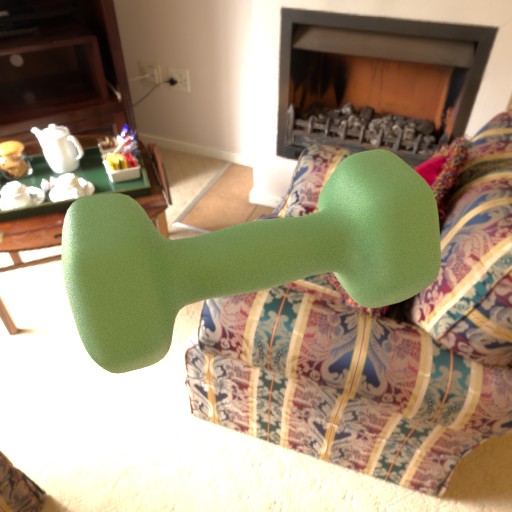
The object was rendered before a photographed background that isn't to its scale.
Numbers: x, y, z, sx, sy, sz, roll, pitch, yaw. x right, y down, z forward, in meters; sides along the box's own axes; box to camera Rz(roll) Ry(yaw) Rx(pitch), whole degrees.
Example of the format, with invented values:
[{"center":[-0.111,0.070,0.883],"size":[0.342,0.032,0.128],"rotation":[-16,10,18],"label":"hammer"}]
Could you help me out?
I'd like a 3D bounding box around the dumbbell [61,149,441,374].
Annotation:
[{"center":[0.000,0.000,0.326],"size":[0.257,0.114,0.126],"rotation":[-11,42,-13],"label":"dumbbell"}]
